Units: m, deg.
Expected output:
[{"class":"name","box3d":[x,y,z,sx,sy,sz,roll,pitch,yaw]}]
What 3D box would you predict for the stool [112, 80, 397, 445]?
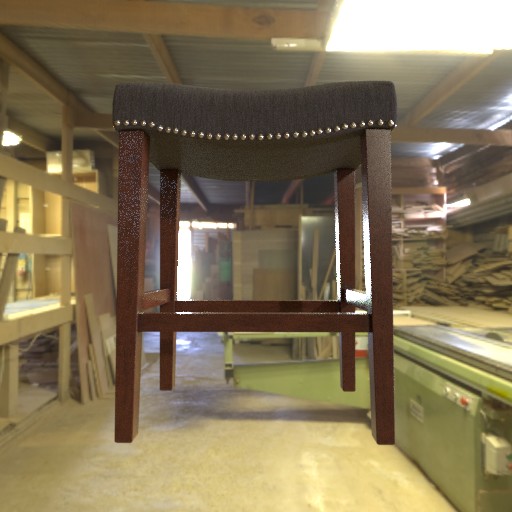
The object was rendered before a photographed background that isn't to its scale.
[{"class":"stool","box3d":[0.000,0.000,0.946,0.504,0.654,0.372,0,-2,1]}]
